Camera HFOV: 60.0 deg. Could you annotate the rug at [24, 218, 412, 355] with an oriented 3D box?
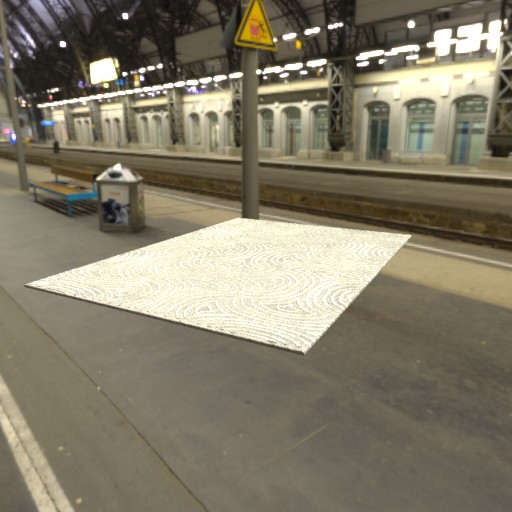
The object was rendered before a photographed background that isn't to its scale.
[{"bbox_3d":[0.000,0.000,2.825,1.543,0.015,2.144,8,17,27],"label":"rug"}]
